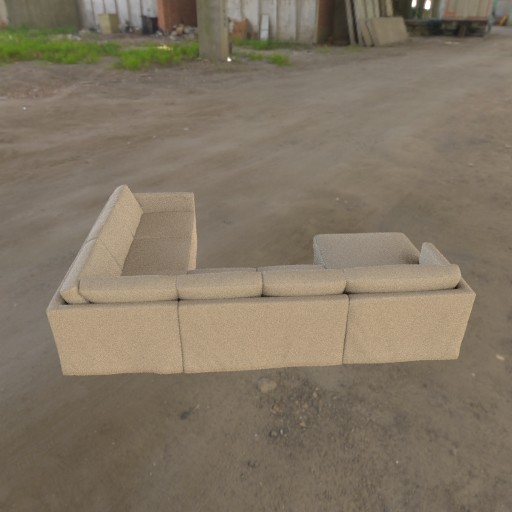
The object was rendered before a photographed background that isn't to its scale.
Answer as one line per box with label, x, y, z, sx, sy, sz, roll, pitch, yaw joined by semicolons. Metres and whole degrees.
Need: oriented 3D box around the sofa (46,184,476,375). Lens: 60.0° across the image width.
sofa;0.000;0.000;4.704;3.528;0.878;2.476;-2;30;-3
